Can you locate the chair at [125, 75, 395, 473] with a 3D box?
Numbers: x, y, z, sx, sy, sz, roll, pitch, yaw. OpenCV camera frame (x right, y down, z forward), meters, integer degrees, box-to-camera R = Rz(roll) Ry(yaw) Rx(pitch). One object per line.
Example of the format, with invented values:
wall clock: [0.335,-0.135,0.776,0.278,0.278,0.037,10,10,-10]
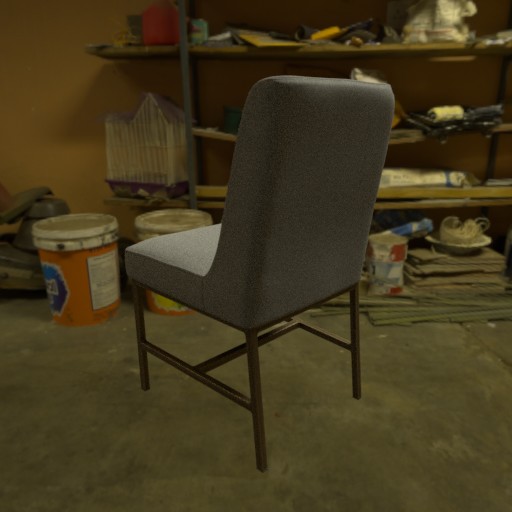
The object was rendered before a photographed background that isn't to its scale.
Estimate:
chair: [0.000,0.000,1.237,0.508,0.889,0.587,-16,23,-42]
